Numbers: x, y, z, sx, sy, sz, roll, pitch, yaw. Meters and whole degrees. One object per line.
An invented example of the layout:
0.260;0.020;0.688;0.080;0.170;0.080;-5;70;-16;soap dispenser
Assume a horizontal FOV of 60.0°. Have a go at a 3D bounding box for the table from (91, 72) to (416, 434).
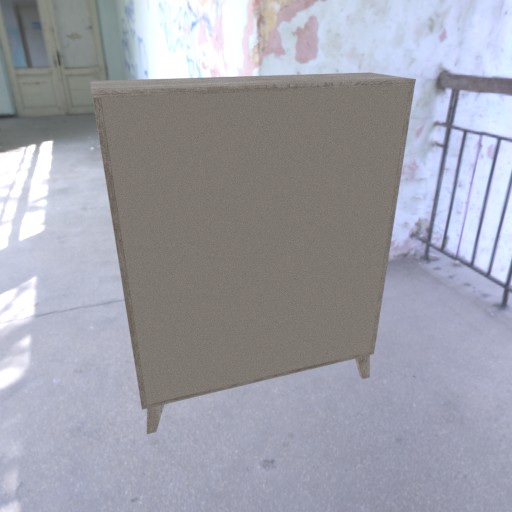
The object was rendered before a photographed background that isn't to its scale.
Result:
0.000;0.000;1.532;0.902;1.135;0.256;-9;28;-17;table
